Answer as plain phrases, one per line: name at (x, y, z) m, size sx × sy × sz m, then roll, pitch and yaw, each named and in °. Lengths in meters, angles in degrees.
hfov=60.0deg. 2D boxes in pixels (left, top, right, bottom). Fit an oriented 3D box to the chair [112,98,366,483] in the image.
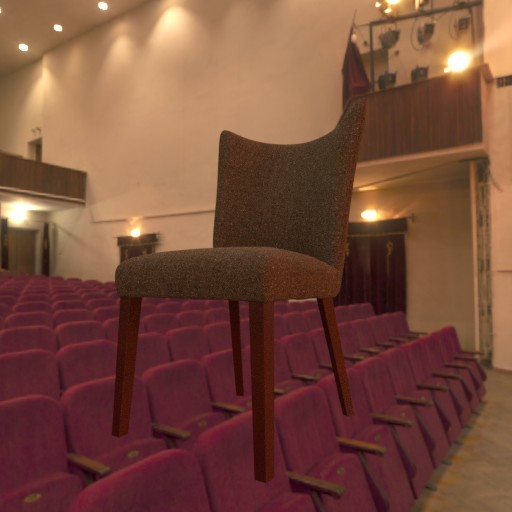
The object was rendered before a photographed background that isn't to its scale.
chair at (0.000, 0.000, 1.269) m, size 0.535 × 0.924 × 0.623 m, roll -2°, pitch -3°, yaw 34°
